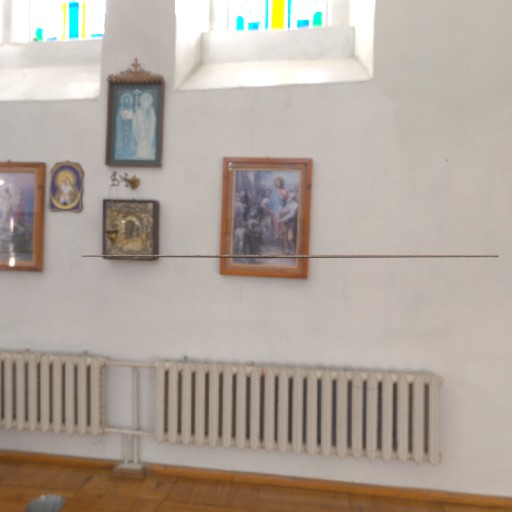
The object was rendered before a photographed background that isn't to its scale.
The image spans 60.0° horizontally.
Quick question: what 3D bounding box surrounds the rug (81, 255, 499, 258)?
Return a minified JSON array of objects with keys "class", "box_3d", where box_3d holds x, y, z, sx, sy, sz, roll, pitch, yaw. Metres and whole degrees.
[{"class":"rug","box_3d":[0.000,0.000,2.254,1.219,0.008,1.829,0,0,-37]}]
